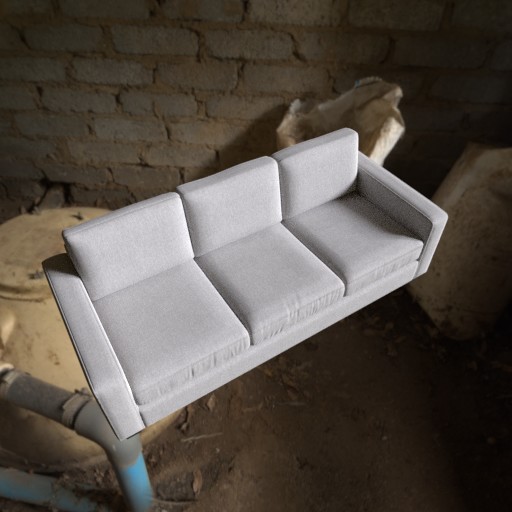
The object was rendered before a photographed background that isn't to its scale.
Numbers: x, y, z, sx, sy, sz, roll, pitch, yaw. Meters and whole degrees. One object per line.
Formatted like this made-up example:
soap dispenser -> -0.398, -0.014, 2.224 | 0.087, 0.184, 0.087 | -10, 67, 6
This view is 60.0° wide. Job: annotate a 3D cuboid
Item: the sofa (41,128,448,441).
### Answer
sofa -> 0.000, 0.000, 2.554 | 2.120, 0.800, 0.900 | -24, 50, -22
